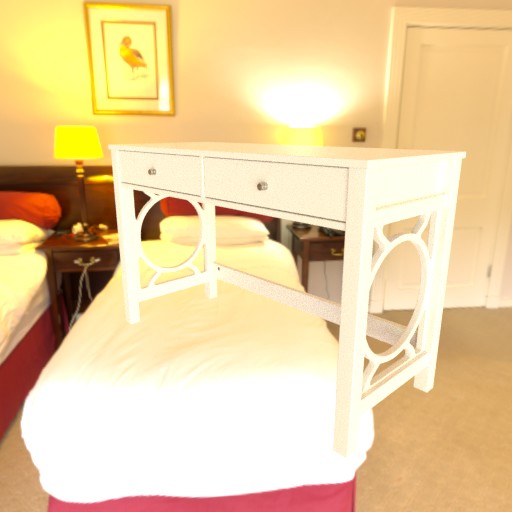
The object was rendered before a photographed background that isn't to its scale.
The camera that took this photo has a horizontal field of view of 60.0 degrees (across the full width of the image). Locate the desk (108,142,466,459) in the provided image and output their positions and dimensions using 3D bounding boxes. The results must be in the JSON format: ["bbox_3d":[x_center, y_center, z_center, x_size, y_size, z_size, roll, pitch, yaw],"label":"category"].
[{"bbox_3d":[0.000,0.000,1.602,0.504,0.762,1.191,-15,22,-41],"label":"desk"}]
